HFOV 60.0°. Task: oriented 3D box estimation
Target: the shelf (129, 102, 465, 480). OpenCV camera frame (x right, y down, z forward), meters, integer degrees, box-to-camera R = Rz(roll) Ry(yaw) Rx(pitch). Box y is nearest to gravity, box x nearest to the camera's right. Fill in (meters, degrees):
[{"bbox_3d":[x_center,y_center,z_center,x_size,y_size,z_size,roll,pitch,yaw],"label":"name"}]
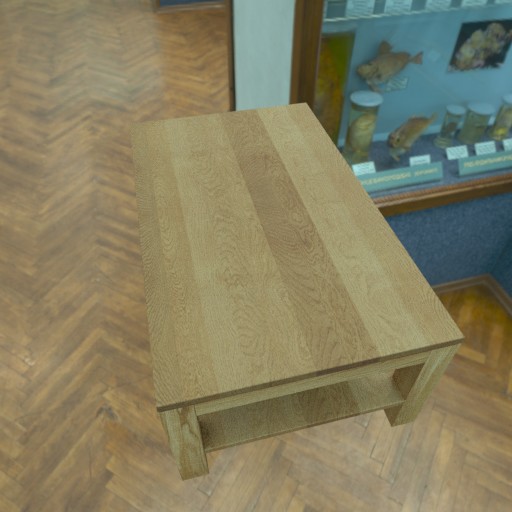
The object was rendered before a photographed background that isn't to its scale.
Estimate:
[{"bbox_3d":[0.000,0.000,1.502,0.700,0.450,1.150,-10,47,-10],"label":"shelf"}]
